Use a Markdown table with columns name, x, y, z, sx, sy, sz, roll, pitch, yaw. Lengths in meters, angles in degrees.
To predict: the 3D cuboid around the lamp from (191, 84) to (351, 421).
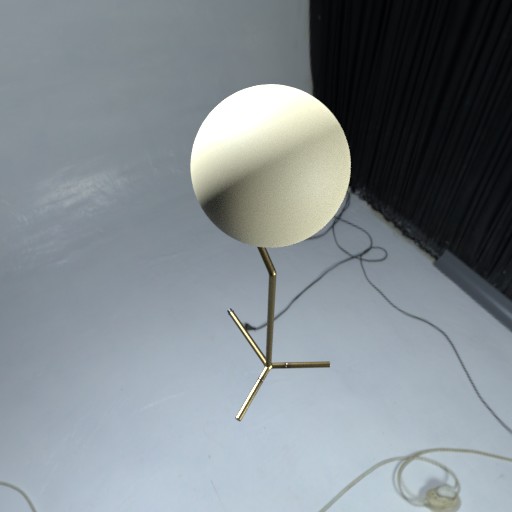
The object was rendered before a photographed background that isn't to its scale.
| name | x | y | z | sx | sy | sz | roll | pitch | yaw |
| --- | --- | --- | --- | --- | --- | --- | --- | --- | --- |
| lamp | 0.000 | 0.000 | 0.677 | 0.210 | 0.552 | 0.251 | -24 | 52 | -21 |
